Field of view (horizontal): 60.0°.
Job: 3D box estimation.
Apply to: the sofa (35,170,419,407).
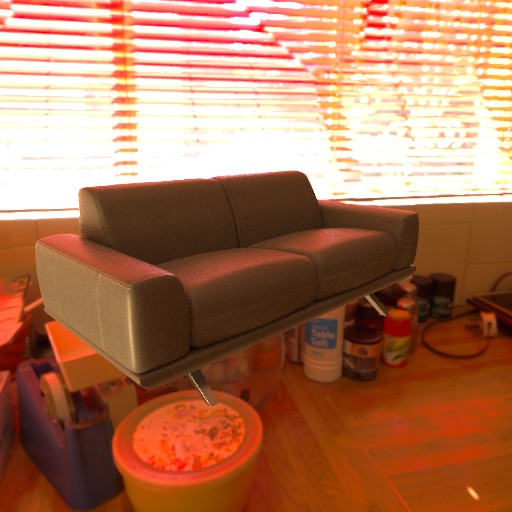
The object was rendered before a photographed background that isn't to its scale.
[{"bbox_3d":[0.000,0.000,2.319,1.901,0.772,0.900,-14,21,-42],"label":"sofa"}]
